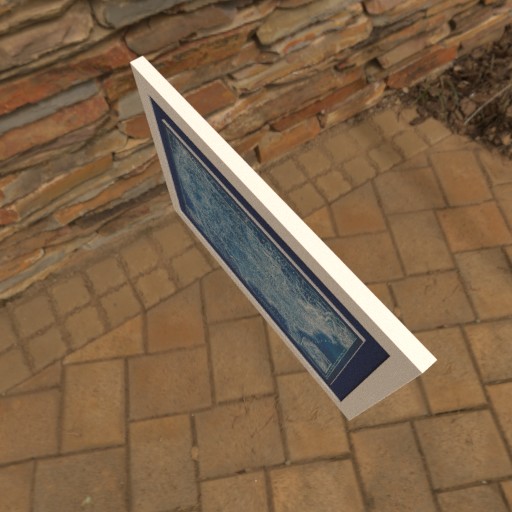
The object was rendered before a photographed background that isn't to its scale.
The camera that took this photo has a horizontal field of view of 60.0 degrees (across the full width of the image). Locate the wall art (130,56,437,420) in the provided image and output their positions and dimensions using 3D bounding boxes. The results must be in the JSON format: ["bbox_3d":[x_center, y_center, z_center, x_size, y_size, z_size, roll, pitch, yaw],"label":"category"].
[{"bbox_3d":[0.000,0.000,1.662,0.051,0.902,1.308,-35,68,-16],"label":"wall art"}]
